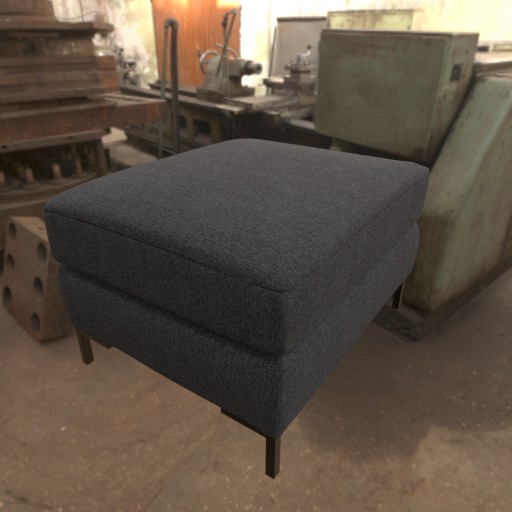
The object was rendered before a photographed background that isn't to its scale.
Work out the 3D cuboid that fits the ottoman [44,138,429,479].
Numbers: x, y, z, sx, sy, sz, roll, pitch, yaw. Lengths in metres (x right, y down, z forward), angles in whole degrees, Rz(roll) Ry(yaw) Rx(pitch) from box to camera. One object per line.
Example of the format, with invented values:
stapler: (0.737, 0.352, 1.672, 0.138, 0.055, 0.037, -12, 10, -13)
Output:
ottoman: (0.000, 0.000, 1.262, 0.695, 0.533, 0.831, 18, 32, 31)
